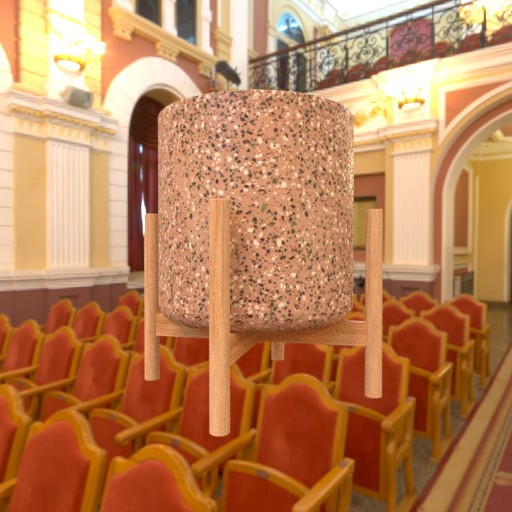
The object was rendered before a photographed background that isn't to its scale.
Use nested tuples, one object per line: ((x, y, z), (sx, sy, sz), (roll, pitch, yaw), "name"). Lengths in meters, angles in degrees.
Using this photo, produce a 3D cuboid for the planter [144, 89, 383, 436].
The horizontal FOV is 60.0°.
((0.000, 0.000, 0.706), (0.360, 0.419, 0.360), (1, 1, 36), "planter")
